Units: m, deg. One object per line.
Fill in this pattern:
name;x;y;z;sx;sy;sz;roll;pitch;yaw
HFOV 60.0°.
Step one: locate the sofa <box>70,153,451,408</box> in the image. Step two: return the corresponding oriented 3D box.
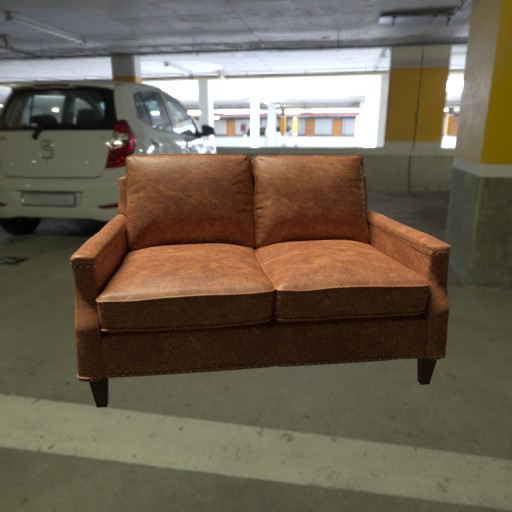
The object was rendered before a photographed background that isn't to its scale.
sofa;0.000;0.000;2.286;1.597;1.003;1.084;-2;16;-7
